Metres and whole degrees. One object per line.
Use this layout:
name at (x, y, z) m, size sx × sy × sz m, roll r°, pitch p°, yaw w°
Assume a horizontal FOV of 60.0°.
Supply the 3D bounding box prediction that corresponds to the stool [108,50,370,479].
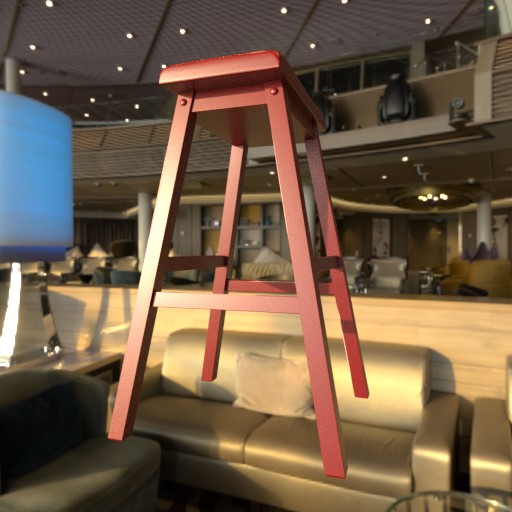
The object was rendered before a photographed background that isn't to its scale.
stool at (0.000, 0.000, 1.028) m, size 0.476 × 0.737 × 0.457 m, roll 0°, pitch 1°, yaw 19°
